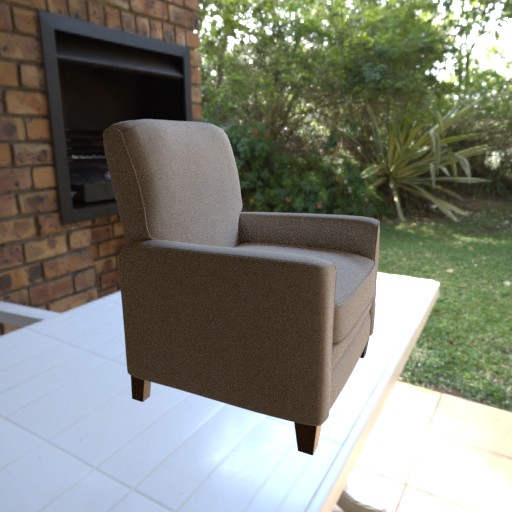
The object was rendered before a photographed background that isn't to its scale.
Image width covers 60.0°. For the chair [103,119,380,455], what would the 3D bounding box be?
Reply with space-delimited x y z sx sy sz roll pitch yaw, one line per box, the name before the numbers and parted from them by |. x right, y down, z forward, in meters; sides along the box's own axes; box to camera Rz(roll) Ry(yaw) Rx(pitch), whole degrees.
chair | 0.000 0.000 1.732 0.859 1.023 0.845 7 16 25
